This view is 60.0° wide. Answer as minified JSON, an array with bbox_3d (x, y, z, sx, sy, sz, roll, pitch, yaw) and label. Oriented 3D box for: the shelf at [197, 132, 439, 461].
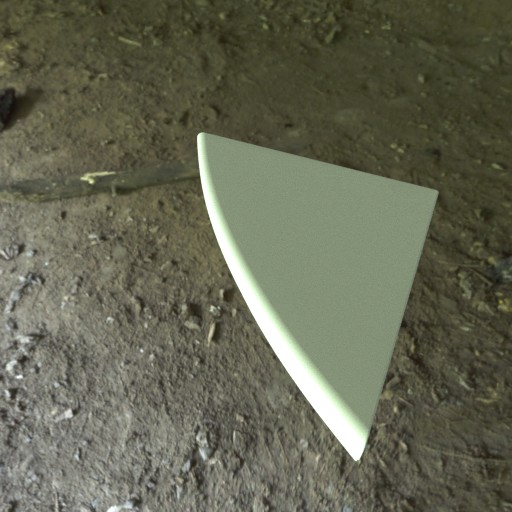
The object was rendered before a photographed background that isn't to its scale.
[{"bbox_3d":[0.000,0.000,0.460,0.310,0.050,0.310,18,49,16],"label":"shelf"}]
